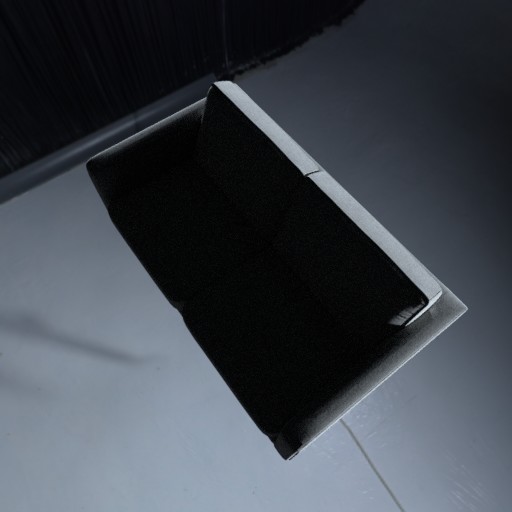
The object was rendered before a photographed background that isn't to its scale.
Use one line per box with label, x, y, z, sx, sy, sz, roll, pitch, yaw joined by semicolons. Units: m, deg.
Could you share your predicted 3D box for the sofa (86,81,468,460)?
sofa;0.000;0.000;2.319;1.000;0.900;1.731;-34;67;-16
